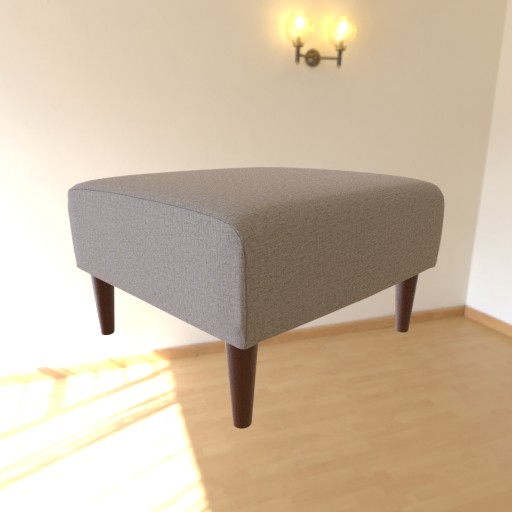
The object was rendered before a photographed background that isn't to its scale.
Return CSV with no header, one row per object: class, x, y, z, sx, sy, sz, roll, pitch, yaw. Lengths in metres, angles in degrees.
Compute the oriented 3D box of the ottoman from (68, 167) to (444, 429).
ottoman,0.000,0.000,1.077,0.655,0.399,0.648,-14,21,-42
